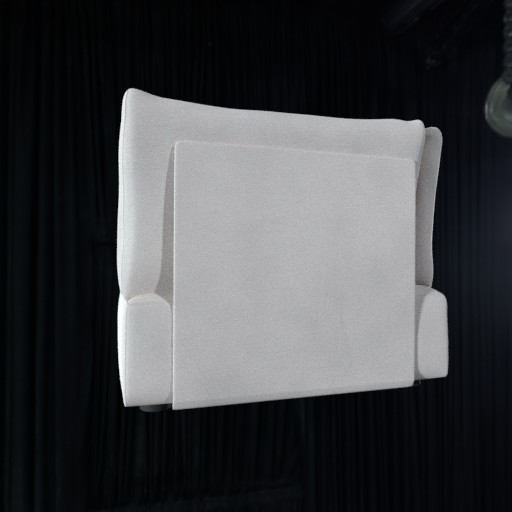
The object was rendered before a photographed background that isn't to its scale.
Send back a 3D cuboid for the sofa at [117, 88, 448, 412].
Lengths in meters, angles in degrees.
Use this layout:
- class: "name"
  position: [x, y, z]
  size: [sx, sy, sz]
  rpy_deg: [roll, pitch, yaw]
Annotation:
- class: "sofa"
  position: [0.000, 0.000, 1.674]
  size: [1.000, 0.820, 1.000]
  rpy_deg: [0, -1, -17]
